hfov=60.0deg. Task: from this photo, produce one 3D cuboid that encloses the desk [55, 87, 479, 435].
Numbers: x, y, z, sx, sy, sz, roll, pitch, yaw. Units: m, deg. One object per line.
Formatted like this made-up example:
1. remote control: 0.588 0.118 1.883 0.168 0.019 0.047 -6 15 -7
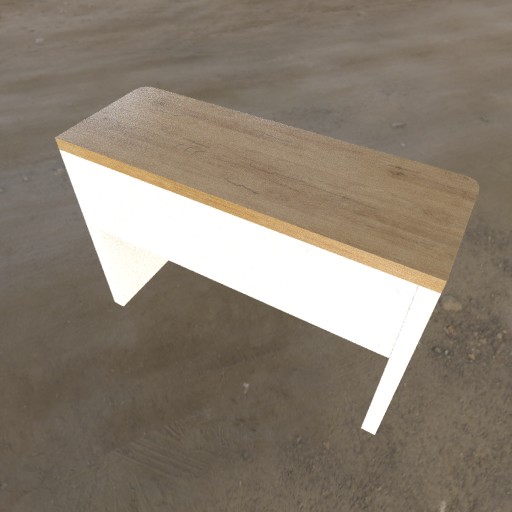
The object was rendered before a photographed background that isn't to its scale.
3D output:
1. desk: 0.000 0.000 1.468 1.100 0.760 0.390 22 50 20
